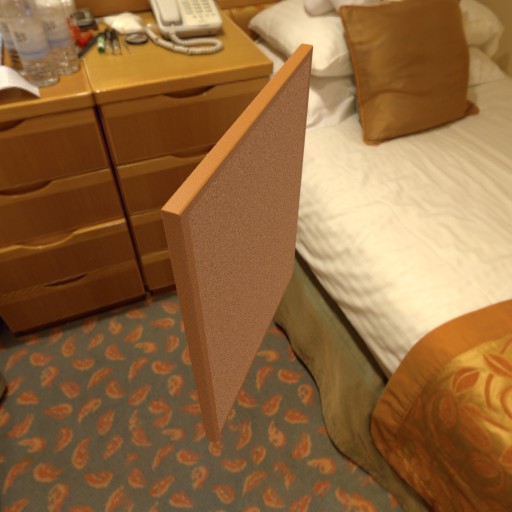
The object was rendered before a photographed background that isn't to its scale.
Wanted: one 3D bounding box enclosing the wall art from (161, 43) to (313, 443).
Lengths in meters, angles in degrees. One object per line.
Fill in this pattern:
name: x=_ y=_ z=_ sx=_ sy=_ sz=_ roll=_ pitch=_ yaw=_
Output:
wall art: x=0.000 y=0.000 z=0.527 sx=0.015 sy=0.379 sz=0.310 roll=16 pitch=48 yaw=15
